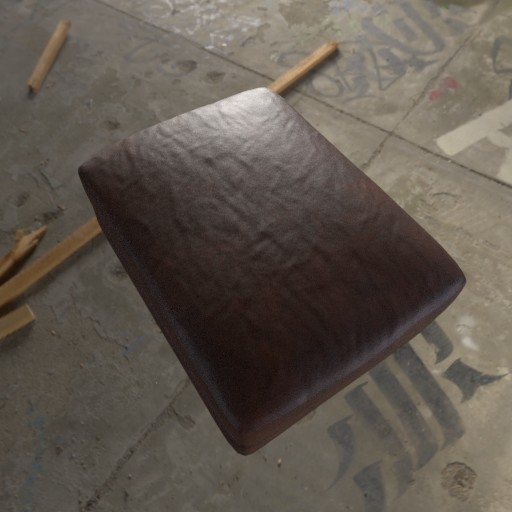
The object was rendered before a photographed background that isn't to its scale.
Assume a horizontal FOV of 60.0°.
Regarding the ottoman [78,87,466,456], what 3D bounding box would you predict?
[{"bbox_3d":[0.000,0.000,1.264,0.659,0.527,0.887,-29,62,-17],"label":"ottoman"}]
